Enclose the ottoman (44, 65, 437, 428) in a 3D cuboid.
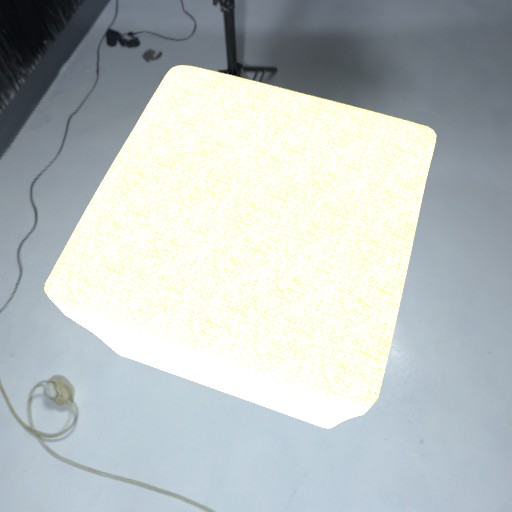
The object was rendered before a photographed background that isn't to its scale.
[{"bbox_3d":[0.000,0.000,0.883,0.512,0.441,0.505,17,66,8],"label":"ottoman"}]
